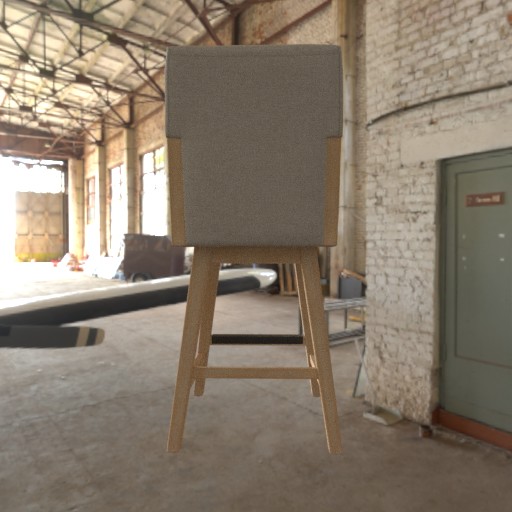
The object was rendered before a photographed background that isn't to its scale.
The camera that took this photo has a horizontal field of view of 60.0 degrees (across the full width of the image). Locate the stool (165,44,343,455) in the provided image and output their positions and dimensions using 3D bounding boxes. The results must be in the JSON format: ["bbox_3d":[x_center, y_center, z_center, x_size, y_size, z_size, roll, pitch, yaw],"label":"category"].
[{"bbox_3d":[0.000,0.000,1.410,0.507,1.085,0.606,0,2,1],"label":"stool"}]
